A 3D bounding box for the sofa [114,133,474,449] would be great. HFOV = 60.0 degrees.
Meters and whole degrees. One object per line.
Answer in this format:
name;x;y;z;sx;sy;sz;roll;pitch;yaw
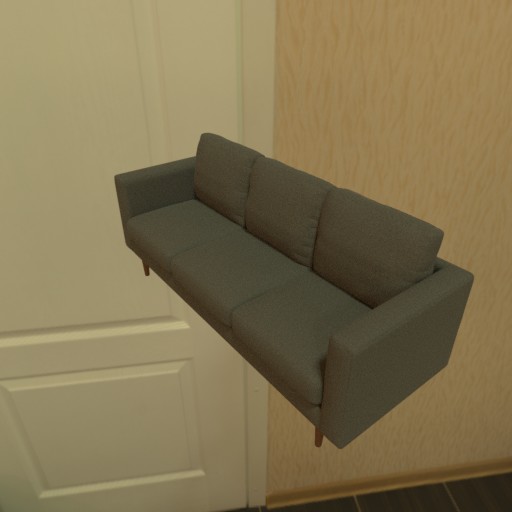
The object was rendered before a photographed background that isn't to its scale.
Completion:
sofa;0.000;0.000;2.470;0.802;0.912;2.029;-22;38;-31
